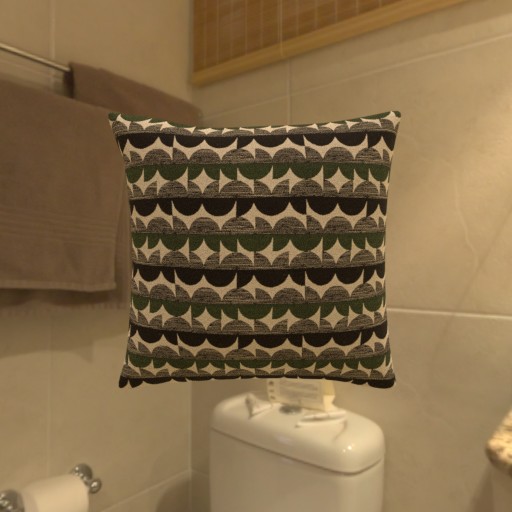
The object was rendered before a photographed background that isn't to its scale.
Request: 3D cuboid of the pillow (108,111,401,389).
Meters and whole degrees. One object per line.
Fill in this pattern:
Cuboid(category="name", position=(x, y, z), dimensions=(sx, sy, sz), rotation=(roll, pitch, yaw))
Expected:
Cuboid(category="pillow", position=(0.000, 0.000, 0.644), dimensions=(0.419, 0.404, 0.180), rotation=(0, -1, 1))
